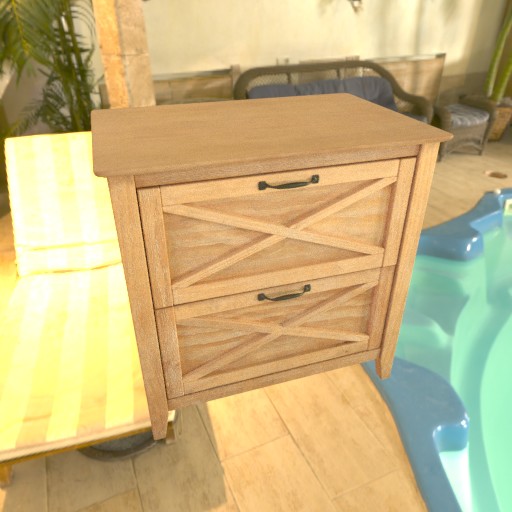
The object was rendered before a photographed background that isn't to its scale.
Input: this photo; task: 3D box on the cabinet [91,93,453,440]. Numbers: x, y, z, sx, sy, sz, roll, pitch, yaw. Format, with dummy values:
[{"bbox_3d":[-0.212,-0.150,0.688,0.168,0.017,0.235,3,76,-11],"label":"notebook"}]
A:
[{"bbox_3d":[0.000,0.000,1.272,0.763,0.762,0.503,-10,32,-15],"label":"cabinet"}]
